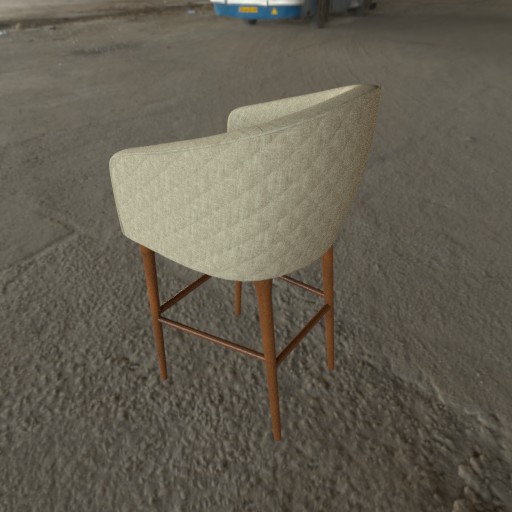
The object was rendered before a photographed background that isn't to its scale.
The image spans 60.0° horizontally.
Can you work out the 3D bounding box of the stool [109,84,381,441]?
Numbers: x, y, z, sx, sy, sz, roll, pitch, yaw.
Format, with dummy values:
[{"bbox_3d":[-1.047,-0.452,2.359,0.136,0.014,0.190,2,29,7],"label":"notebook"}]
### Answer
[{"bbox_3d":[0.000,0.000,1.408,0.607,1.078,0.559,22,40,29],"label":"stool"}]
